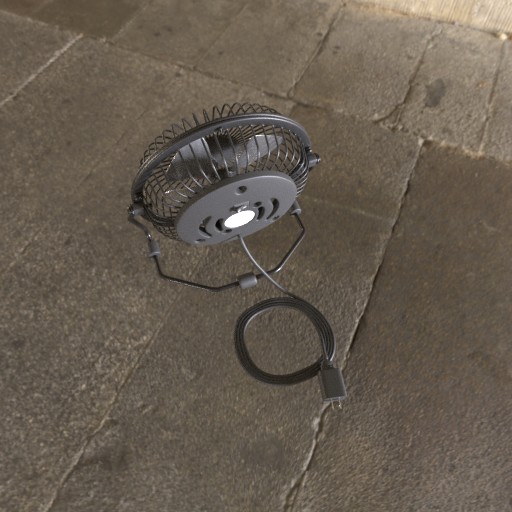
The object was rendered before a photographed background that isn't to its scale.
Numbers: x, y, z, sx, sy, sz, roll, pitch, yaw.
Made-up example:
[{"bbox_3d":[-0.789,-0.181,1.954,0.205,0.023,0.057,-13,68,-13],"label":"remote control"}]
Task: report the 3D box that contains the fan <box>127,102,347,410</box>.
[{"bbox_3d":[0.000,0.000,0.303,0.153,0.152,0.202,-18,59,-11],"label":"fan"}]
